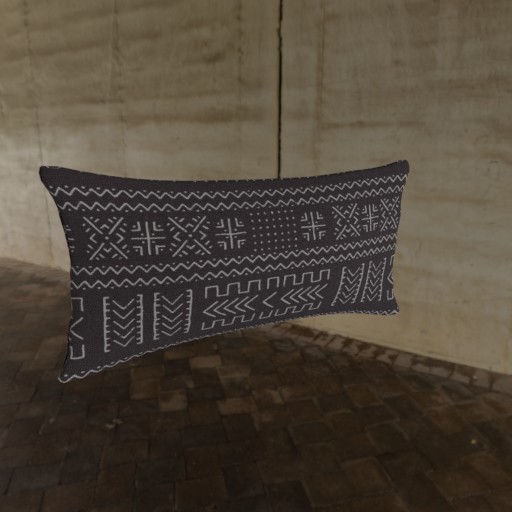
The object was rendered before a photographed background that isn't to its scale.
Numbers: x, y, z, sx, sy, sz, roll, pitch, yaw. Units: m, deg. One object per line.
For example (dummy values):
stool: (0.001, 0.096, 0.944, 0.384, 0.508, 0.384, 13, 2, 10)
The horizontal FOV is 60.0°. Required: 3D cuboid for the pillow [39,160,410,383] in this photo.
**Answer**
pillow: (0.000, 0.000, 0.774, 0.667, 0.322, 0.135, -7, 16, -25)
